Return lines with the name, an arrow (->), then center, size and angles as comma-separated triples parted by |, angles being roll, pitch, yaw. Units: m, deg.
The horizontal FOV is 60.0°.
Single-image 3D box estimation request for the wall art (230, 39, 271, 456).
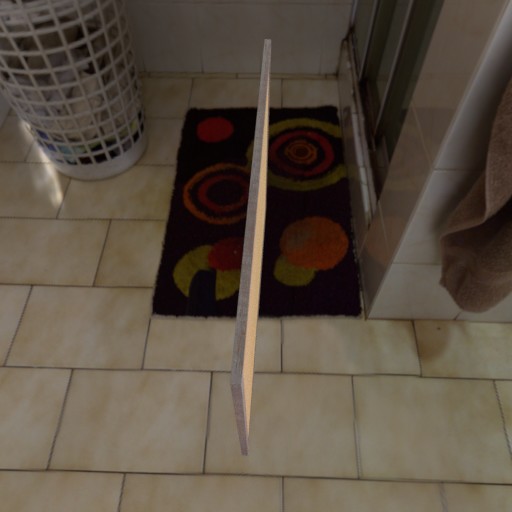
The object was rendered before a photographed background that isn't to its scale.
wall art -> 0.000, 0.000, 1.351 | 0.019, 0.774, 1.012 | 3, 58, 2
